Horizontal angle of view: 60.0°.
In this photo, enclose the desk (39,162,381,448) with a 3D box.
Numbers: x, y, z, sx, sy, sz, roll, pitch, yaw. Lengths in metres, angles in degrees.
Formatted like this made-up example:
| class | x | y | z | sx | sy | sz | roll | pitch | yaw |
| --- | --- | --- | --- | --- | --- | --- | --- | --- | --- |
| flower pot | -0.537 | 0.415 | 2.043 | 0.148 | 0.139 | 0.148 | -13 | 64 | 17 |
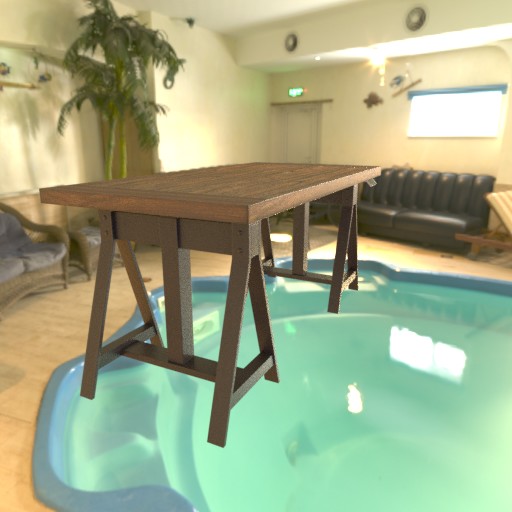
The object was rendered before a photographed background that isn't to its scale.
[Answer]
| class | x | y | z | sx | sy | sz | roll | pitch | yaw |
| --- | --- | --- | --- | --- | --- | --- | --- | --- | --- |
| desk | 0.000 | 0.000 | 2.000 | 0.784 | 0.725 | 1.543 | 8 | 17 | 26 |
